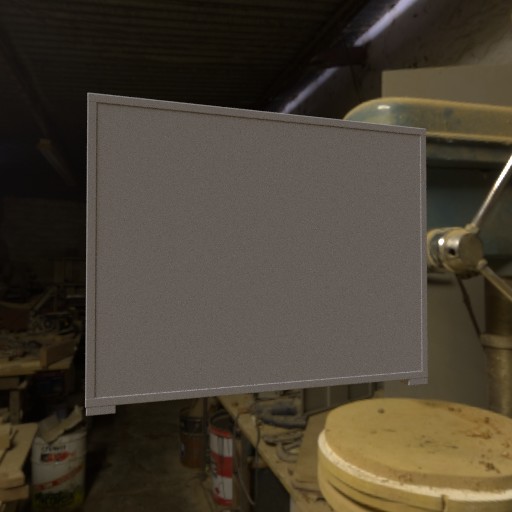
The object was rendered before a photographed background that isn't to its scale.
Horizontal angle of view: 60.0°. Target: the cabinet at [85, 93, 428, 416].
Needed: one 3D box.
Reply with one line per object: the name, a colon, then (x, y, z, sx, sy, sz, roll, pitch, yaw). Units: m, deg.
cabinet: (0.000, 0.000, 1.434, 1.000, 0.800, 0.400, 0, -1, -17)
